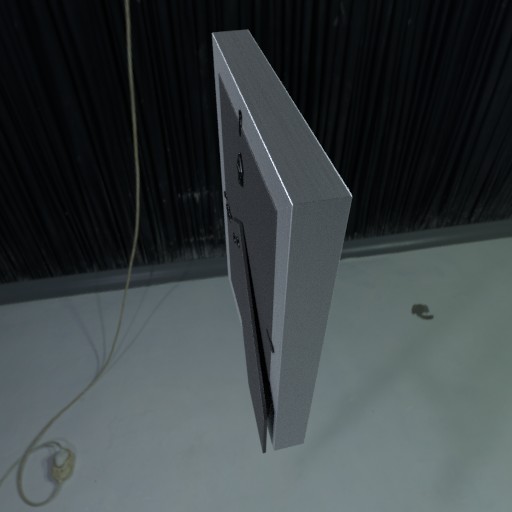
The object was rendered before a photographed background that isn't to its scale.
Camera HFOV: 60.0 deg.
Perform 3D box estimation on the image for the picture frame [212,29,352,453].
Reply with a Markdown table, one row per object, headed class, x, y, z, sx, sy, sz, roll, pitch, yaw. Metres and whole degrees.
| class | x | y | z | sx | sy | sz | roll | pitch | yaw |
| --- | --- | --- | --- | --- | --- | --- | --- | --- | --- |
| picture frame | 0.000 | 0.000 | 0.272 | 0.028 | 0.208 | 0.157 | -10 | 47 | -9 |
